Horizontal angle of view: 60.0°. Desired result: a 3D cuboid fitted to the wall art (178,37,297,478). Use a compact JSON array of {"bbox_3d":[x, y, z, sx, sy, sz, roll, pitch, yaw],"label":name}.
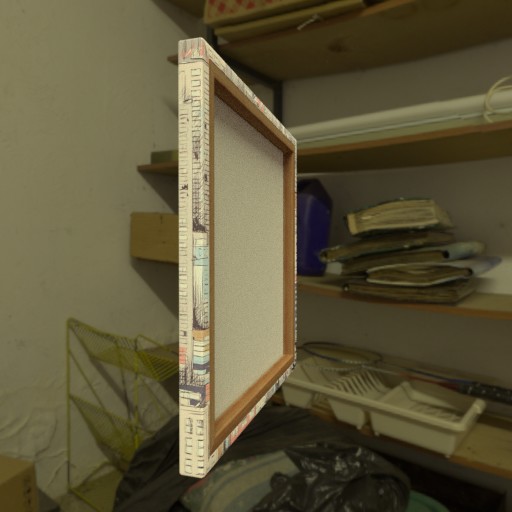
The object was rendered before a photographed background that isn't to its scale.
[{"bbox_3d":[0.000,0.000,0.902,0.038,0.608,0.607,0,1,17],"label":"wall art"}]
